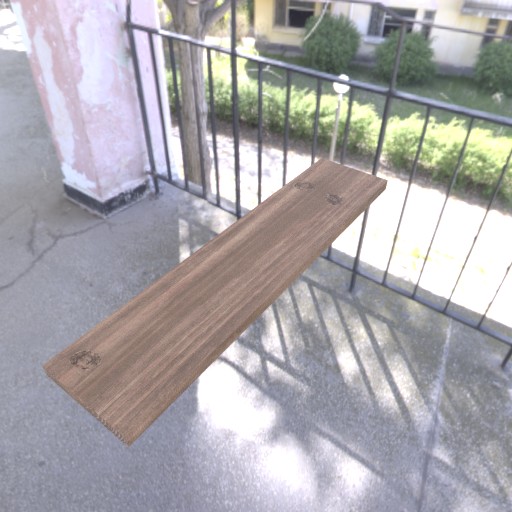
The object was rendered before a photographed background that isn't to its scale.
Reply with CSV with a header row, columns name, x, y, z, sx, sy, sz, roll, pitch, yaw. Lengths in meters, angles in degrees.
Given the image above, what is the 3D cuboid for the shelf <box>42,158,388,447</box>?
name,x,y,z,sx,sy,sz,roll,pitch,yaw
shelf,0.000,0.000,0.656,0.140,0.020,0.610,26,47,27
